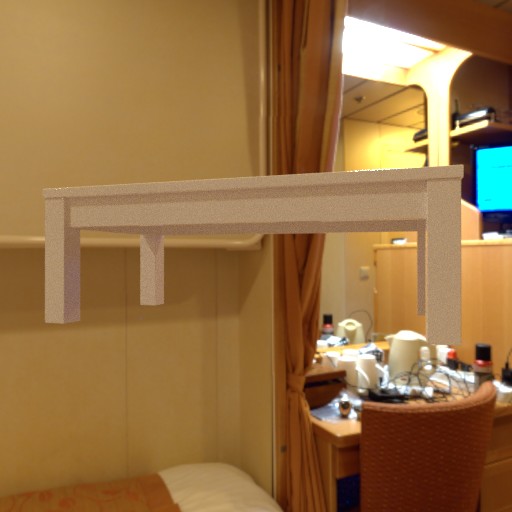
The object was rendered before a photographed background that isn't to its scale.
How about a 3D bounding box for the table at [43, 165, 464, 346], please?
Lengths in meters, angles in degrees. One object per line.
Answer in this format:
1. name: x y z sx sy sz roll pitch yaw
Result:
1. table: 0.000 0.000 1.684 1.350 0.470 0.700 0 0 18
